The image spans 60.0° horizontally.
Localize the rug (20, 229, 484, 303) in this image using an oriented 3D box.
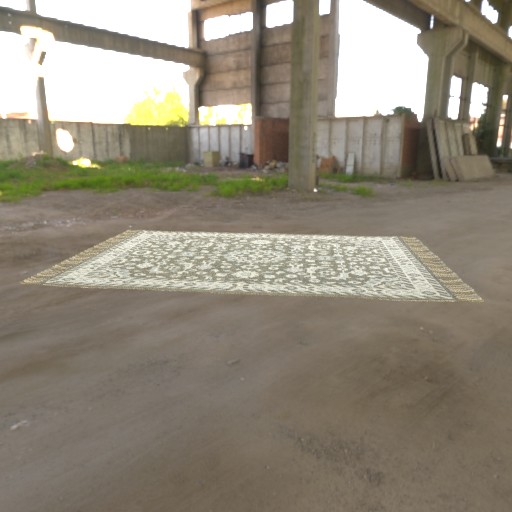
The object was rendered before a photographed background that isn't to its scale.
[{"bbox_3d":[0.000,0.000,3.007,2.431,0.025,1.530,2,15,7],"label":"rug"}]
